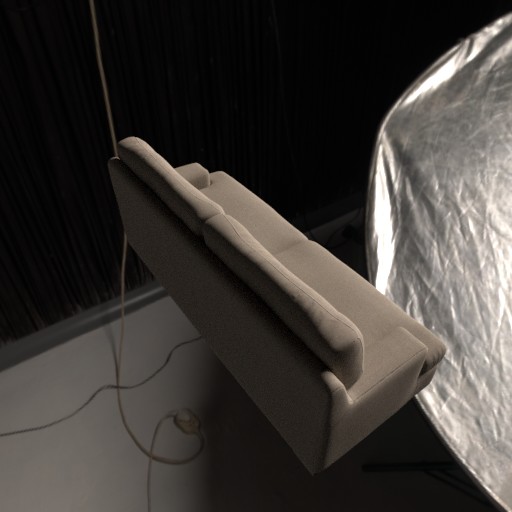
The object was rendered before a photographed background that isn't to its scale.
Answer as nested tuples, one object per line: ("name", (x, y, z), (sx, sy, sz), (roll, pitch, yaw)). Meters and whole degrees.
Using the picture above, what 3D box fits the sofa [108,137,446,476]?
("sofa", (0.000, 0.000, 2.871), (0.962, 0.980, 2.354), (-25, 47, -26))
